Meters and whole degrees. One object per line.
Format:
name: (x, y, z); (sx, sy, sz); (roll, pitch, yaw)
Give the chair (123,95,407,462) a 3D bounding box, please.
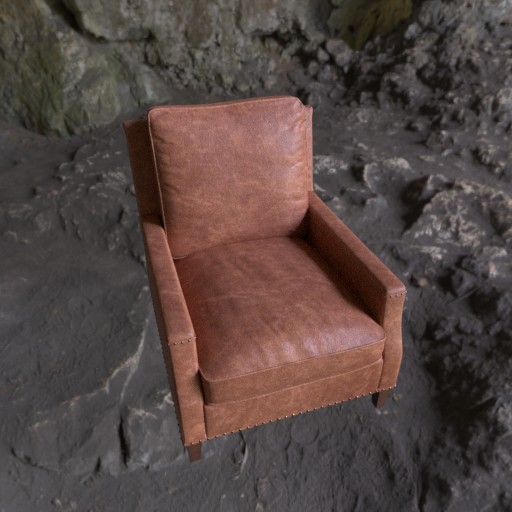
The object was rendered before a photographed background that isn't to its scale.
chair: (0.000, 0.000, 1.803); (0.854, 1.054, 1.035); (-10, 34, -15)
